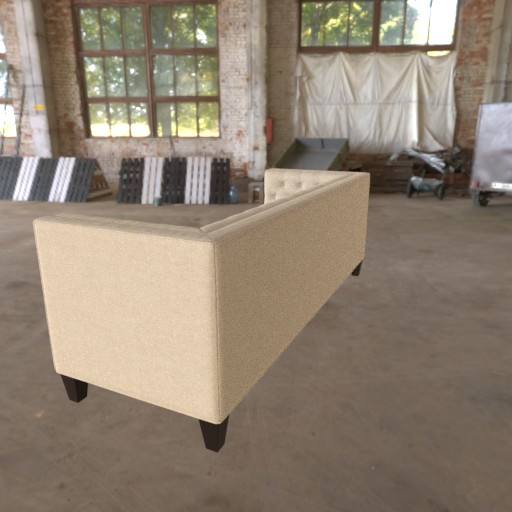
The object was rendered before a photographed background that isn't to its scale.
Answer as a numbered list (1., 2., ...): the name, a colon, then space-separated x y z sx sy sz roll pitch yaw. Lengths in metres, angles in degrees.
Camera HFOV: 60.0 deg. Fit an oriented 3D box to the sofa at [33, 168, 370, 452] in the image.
1. sofa: 0.000 0.000 2.482 0.775 0.762 2.159 8 18 25
